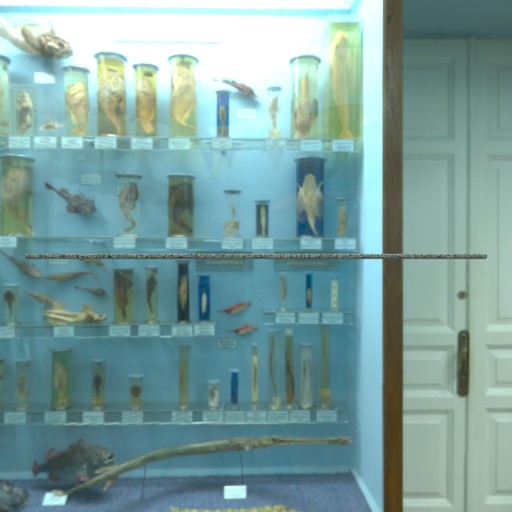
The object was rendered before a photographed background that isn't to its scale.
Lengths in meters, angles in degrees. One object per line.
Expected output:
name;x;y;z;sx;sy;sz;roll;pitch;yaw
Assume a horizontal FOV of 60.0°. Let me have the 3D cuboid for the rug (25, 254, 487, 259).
rug;0.000;0.000;3.498;2.743;0.030;1.778;0;0;0
